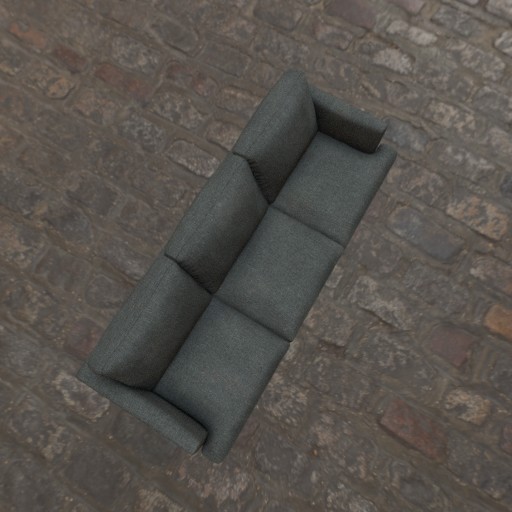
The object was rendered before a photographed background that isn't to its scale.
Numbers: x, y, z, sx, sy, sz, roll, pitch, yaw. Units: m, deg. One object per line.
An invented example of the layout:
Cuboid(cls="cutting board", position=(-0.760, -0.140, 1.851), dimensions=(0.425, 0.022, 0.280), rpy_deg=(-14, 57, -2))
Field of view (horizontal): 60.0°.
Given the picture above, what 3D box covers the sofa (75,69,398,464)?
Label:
Cuboid(cls="sofa", position=(0.000, 0.000, 2.720), dimensions=(0.903, 0.930, 2.246), rpy_deg=(30, 76, 8))
